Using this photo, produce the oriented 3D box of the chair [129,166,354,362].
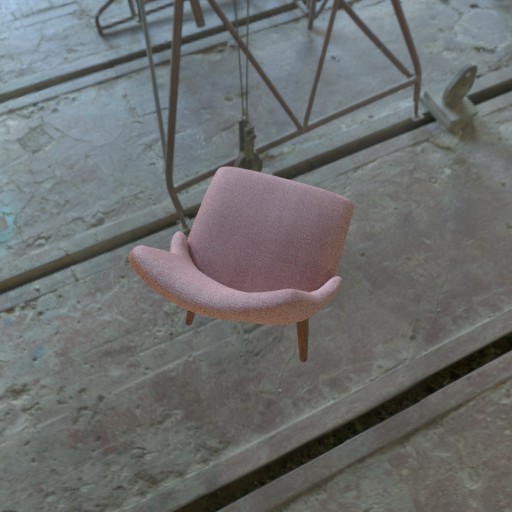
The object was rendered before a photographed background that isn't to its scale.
[{"bbox_3d":[0.000,0.000,1.338,0.535,0.918,0.707,17,64,8],"label":"chair"}]
